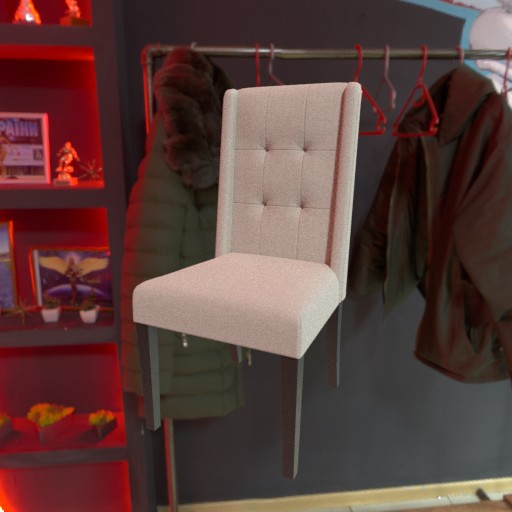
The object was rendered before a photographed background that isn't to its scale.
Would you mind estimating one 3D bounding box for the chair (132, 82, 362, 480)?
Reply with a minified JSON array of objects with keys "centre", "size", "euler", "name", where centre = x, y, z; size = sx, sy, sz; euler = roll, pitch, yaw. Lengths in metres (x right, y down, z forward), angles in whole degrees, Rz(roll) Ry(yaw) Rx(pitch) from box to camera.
[{"centre":[0.000,0.000,1.261],"size":[0.474,0.961,0.523],"euler":[7,16,25],"name":"chair"}]
